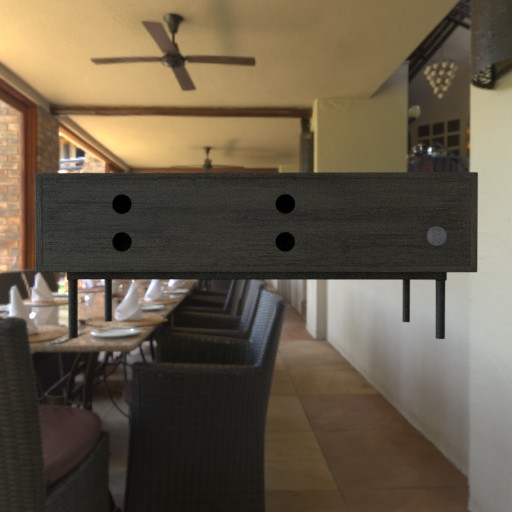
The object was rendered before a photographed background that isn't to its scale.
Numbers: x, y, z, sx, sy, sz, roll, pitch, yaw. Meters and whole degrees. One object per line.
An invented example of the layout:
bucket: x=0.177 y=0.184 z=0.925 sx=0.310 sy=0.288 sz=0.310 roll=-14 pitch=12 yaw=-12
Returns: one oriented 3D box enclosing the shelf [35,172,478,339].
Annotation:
shelf: x=0.000 y=0.000 z=1.501 sx=1.300 sy=0.495 sz=0.400 roll=0 pitch=1 yaw=1
